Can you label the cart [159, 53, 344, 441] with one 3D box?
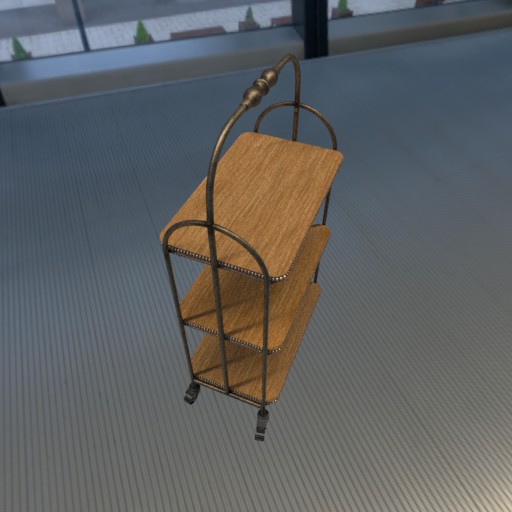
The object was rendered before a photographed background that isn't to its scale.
[{"bbox_3d":[0.000,0.000,1.314,0.330,1.052,0.650,17,49,15],"label":"cart"}]
